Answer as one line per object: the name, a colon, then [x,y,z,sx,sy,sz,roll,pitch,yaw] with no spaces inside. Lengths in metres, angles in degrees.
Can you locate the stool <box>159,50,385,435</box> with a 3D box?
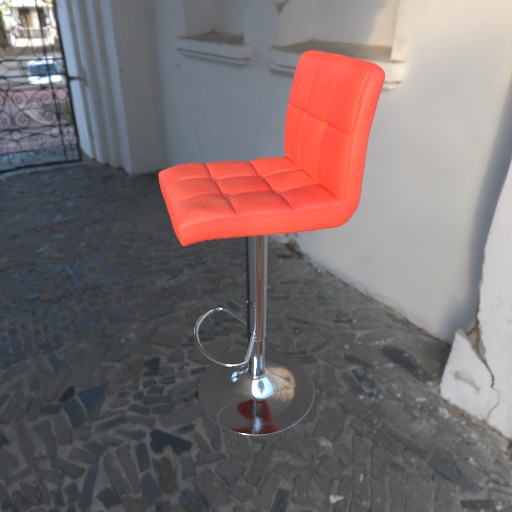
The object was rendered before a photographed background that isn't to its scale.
stool: [0.000,0.000,1.357,0.505,1.115,0.430,-8,30,-15]
